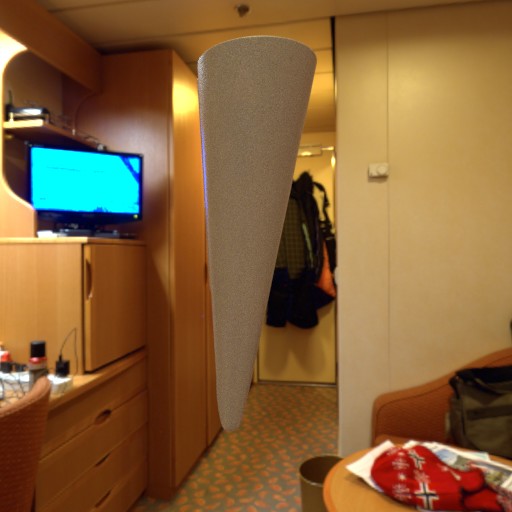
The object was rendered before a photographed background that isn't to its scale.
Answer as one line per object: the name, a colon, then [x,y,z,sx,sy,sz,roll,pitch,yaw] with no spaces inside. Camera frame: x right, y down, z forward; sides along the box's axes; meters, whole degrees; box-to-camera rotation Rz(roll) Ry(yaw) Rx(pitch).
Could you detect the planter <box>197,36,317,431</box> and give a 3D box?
planter: [0.000,0.000,0.223,0.057,0.191,0.064,0,0,-36]
